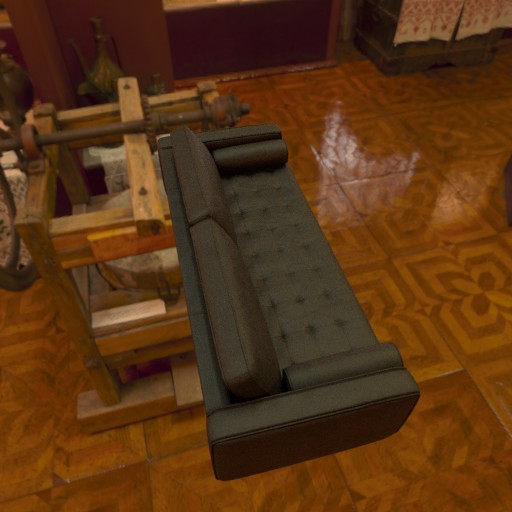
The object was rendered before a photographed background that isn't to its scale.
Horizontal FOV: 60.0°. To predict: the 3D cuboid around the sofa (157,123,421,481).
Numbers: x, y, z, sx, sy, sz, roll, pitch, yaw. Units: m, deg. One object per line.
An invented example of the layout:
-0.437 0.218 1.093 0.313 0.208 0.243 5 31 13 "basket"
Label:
0.000 0.000 2.593 0.914 0.762 2.210 -10 48 -10 "sofa"
